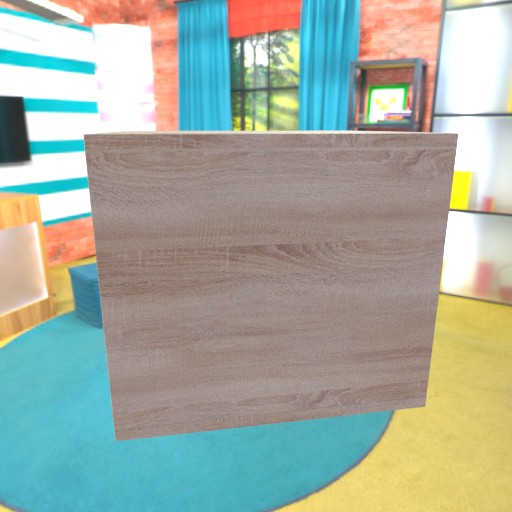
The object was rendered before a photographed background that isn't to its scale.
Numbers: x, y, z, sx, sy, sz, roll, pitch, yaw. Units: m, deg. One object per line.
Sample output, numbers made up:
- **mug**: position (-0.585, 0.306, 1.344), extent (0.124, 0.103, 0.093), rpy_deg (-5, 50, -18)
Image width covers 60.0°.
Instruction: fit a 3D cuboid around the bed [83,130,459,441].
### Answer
- **bed**: position (0.000, 0.000, 0.779), extent (0.460, 0.420, 0.401), rpy_deg (-3, 16, -9)
